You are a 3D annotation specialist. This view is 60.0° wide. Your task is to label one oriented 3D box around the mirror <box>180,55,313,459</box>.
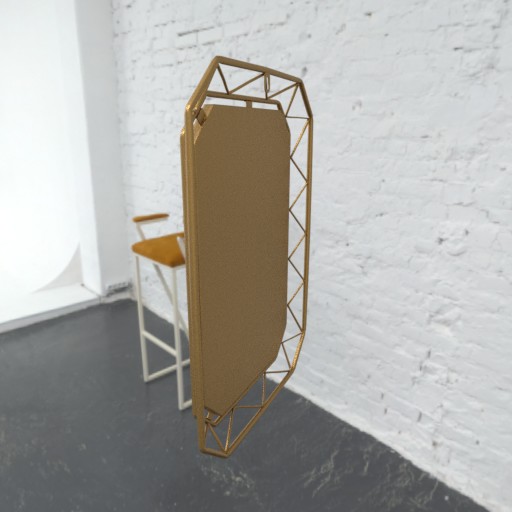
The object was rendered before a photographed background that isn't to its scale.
[{"bbox_3d":[0.000,0.000,0.718,0.042,0.566,0.417,8,18,25],"label":"mirror"}]
